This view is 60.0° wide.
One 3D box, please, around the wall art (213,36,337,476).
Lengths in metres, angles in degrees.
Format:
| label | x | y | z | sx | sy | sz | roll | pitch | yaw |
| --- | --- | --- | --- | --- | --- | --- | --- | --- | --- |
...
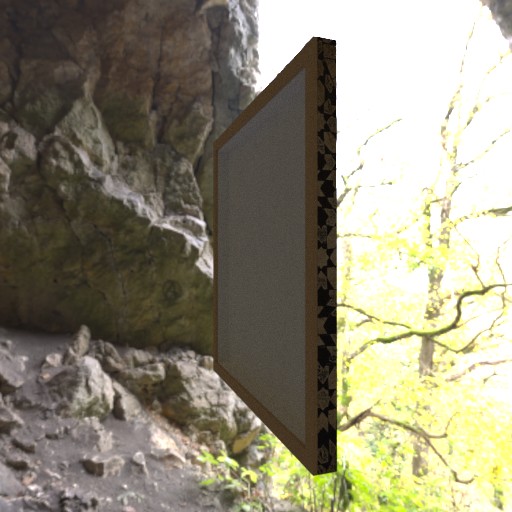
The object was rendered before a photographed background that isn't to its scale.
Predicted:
| label | x | y | z | sx | sy | sz | roll | pitch | yaw |
| --- | --- | --- | --- | --- | --- | --- | --- | --- | --- |
| wall art | 0.000 | 0.000 | 0.909 | 0.038 | 0.612 | 0.612 | 0 | 0 | -19 |
